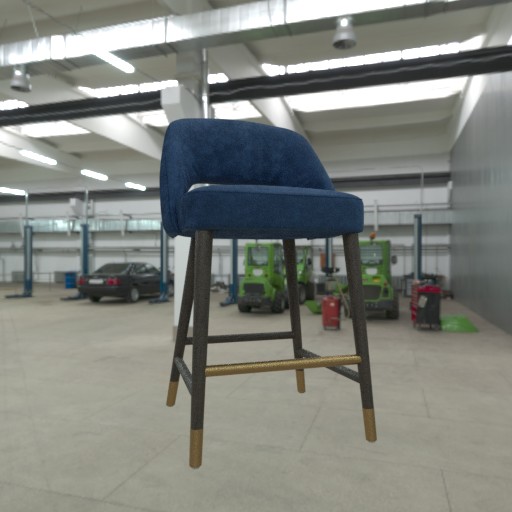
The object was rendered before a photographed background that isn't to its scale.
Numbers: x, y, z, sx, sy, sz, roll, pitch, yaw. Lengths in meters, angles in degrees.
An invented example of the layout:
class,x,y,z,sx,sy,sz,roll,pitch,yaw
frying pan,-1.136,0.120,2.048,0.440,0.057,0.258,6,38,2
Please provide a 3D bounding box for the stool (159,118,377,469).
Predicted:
class,x,y,z,sx,sy,sz,roll,pitch,yaw
stool,0.000,0.000,1.272,0.536,0.925,0.524,0,0,-18
